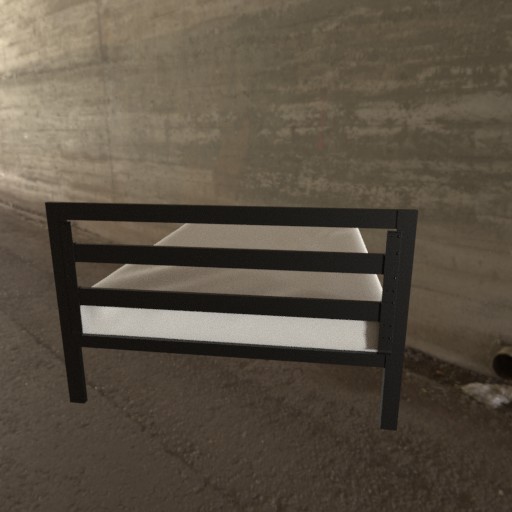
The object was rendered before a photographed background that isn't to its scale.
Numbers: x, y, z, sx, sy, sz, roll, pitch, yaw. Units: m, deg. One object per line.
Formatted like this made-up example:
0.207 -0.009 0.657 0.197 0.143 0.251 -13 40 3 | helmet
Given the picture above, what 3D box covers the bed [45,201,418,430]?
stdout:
0.000 0.000 2.876 1.524 0.967 2.062 2 16 8 | bed
